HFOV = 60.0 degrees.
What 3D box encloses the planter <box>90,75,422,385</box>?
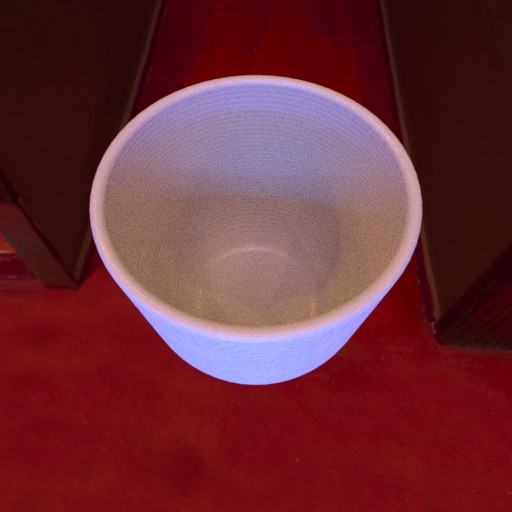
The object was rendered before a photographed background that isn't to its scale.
[{"bbox_3d":[0.000,0.000,0.294,0.170,0.152,0.170,0,60,0],"label":"planter"}]
